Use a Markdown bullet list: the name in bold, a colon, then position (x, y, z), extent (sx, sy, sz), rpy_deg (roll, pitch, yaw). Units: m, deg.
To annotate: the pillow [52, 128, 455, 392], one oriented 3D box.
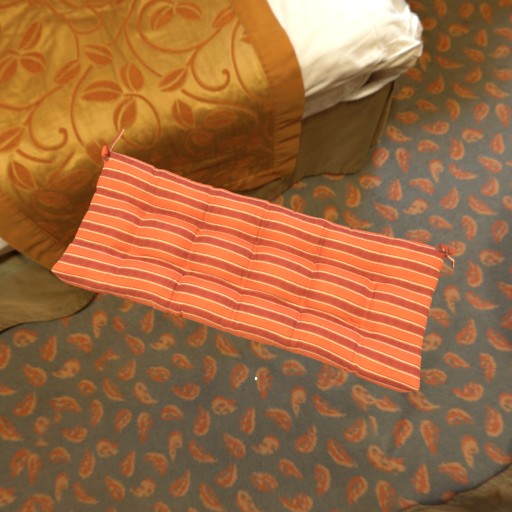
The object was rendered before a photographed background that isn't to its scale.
- **pillow**: position (0.000, 0.000, 1.364), extent (1.194, 0.174, 0.511), rpy_deg (17, 75, 5)
